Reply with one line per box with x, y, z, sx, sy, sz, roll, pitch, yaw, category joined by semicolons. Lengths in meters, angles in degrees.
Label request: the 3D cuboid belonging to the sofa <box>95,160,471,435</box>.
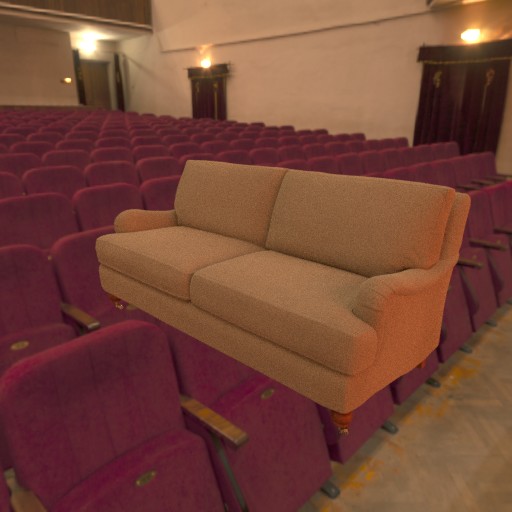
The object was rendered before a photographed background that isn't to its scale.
0.000;0.000;2.661;2.070;0.997;1.091;16;24;41;sofa
